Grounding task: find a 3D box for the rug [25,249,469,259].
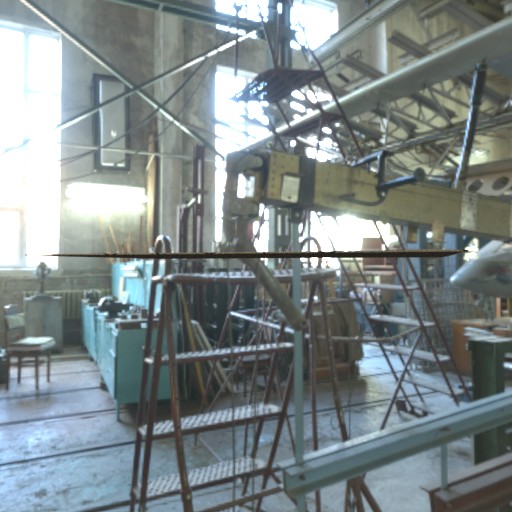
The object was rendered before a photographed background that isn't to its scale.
[{"bbox_3d":[0.000,0.000,3.022,2.465,0.008,1.526,0,-1,19],"label":"rug"}]
